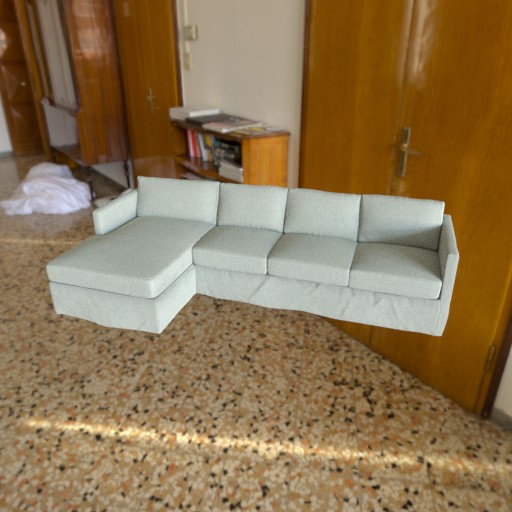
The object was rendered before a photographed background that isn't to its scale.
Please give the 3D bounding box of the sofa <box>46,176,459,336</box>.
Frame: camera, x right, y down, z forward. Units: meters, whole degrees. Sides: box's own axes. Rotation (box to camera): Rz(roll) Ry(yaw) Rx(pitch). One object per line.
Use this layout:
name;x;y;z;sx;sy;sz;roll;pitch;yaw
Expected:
sofa;0.000;0.000;3.876;3.205;0.922;1.650;8;26;16
